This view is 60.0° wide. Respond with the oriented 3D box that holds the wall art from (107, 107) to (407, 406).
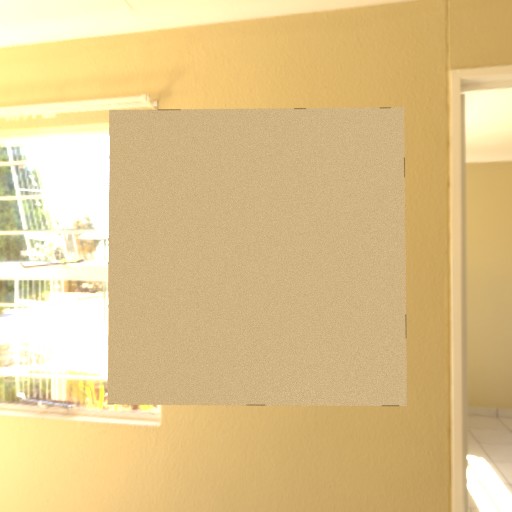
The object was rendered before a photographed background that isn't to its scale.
[{"bbox_3d":[0.000,0.000,0.670,0.446,0.445,0.014,0,-1,1],"label":"wall art"}]
